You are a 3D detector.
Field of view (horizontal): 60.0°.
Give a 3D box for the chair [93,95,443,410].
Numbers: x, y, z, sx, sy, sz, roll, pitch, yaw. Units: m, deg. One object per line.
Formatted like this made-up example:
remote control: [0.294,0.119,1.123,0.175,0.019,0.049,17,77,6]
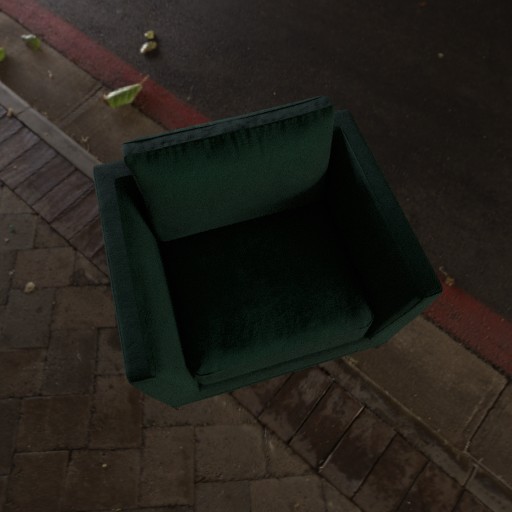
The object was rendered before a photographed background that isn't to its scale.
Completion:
chair: [0.000,0.000,1.773,1.047,0.997,0.852,-15,64,-7]
